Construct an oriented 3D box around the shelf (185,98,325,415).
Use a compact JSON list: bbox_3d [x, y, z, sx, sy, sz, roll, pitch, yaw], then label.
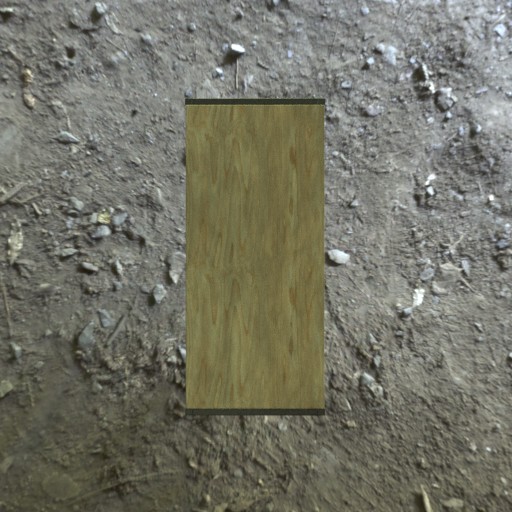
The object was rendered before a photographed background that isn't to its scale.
[{"bbox_3d":[0.000,0.000,2.122,0.386,1.803,0.874,0,90,0],"label":"shelf"}]
